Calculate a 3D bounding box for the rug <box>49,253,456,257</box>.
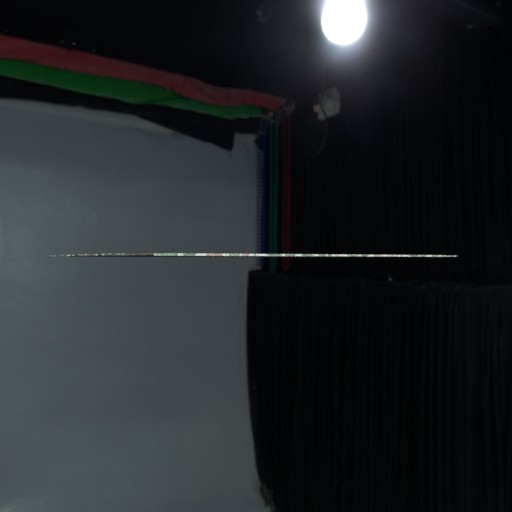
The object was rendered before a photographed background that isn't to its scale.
[{"bbox_3d":[0.000,0.000,2.350,1.829,0.010,1.219,0,0,-35],"label":"rug"}]
